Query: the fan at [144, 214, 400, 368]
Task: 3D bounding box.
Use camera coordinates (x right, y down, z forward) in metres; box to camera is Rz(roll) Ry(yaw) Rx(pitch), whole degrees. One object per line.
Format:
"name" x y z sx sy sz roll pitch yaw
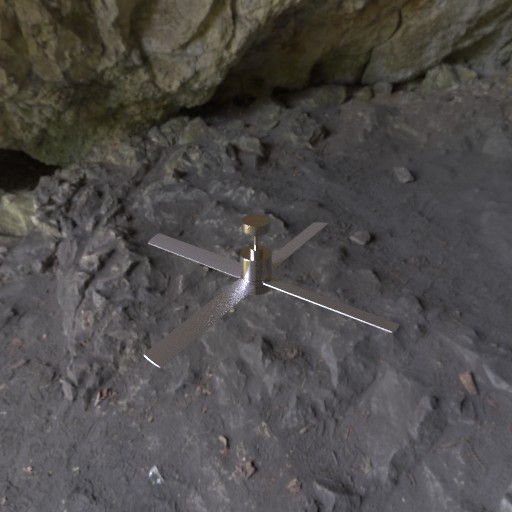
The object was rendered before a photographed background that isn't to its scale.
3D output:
"fan" 0.000 0.000 1.978 1.322 0.355 1.322 19 36 29
